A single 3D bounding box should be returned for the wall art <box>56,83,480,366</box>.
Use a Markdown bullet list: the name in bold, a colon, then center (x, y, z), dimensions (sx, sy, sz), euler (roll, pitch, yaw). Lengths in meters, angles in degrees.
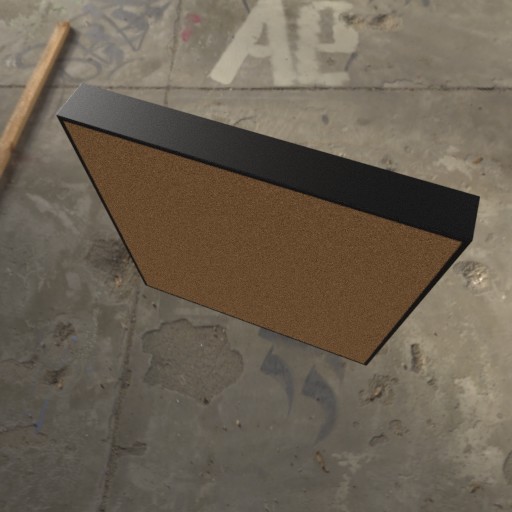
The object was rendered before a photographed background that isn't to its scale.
- **wall art**: center (0.000, 0.000, 0.444), dimensions (0.304, 0.303, 0.037), euler (19, 63, 10)
